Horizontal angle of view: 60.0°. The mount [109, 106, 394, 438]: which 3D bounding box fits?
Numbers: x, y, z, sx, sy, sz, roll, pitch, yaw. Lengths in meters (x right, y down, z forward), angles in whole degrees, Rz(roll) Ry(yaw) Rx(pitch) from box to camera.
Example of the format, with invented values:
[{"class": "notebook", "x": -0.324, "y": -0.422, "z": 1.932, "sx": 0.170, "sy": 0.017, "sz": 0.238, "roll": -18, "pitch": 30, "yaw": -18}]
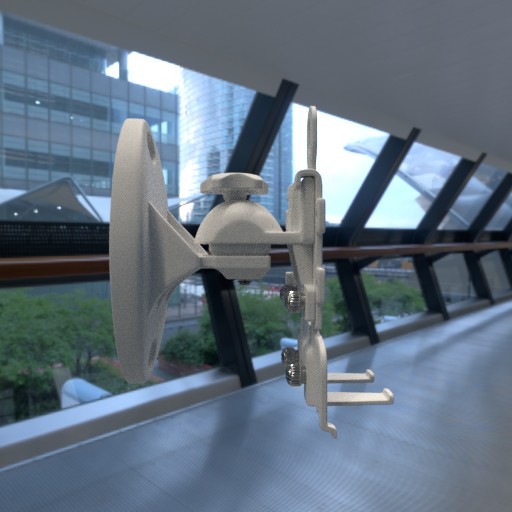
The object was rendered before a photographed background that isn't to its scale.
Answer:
[{"class": "mount", "x": 0.000, "y": 0.000, "z": 0.176, "sx": 0.100, "sy": 0.118, "sz": 0.066, "roll": 0, "pitch": 1, "yaw": 0}]
